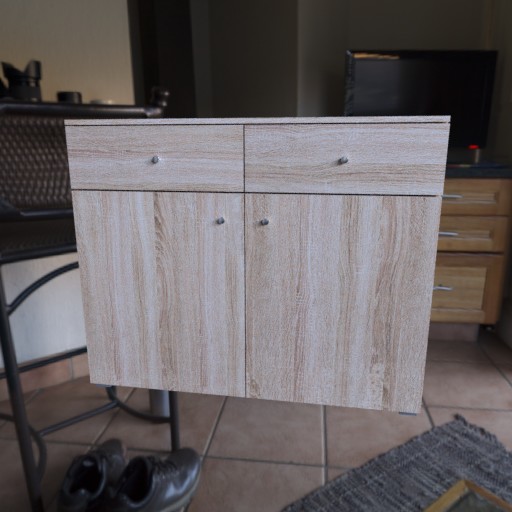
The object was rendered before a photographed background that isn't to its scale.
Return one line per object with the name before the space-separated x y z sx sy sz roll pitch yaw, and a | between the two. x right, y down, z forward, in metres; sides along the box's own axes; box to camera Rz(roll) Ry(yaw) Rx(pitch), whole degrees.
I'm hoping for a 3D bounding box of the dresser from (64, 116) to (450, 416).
dresser | 0.000 0.000 1.552 1.100 0.900 0.450 2 14 9
